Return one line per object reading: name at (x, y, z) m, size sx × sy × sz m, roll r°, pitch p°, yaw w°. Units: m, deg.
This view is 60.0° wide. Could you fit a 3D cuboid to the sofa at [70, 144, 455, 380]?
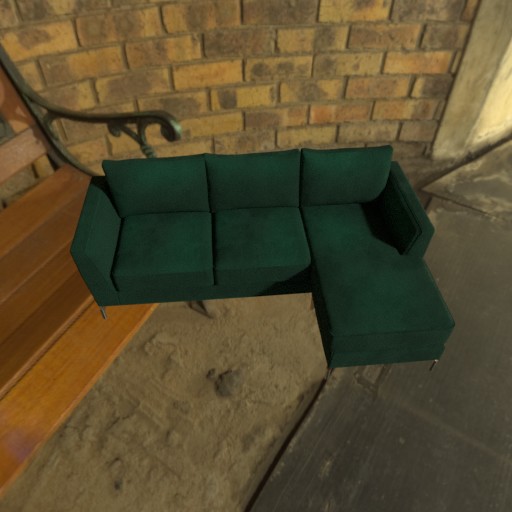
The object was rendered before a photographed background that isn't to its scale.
sofa at (0.000, 0.000, 3.167) m, size 2.441 × 1.007 × 1.489 m, roll -4°, pitch 46°, yaw -3°
